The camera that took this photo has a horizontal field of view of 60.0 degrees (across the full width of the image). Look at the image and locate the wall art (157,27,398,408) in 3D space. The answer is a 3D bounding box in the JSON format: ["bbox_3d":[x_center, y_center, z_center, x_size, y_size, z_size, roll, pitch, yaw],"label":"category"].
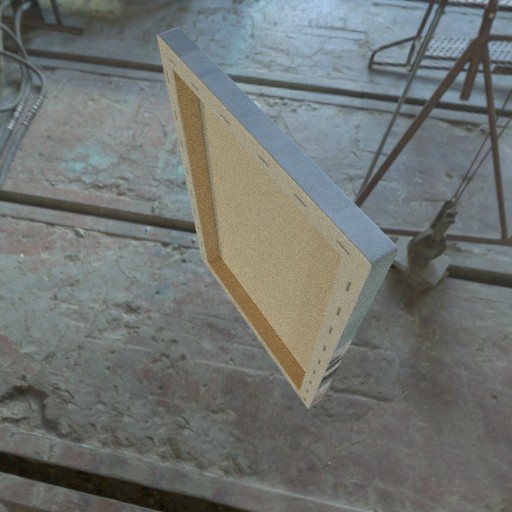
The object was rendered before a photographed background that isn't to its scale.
[{"bbox_3d":[0.000,0.000,0.791,0.037,0.613,0.455,-30,63,-17],"label":"wall art"}]
